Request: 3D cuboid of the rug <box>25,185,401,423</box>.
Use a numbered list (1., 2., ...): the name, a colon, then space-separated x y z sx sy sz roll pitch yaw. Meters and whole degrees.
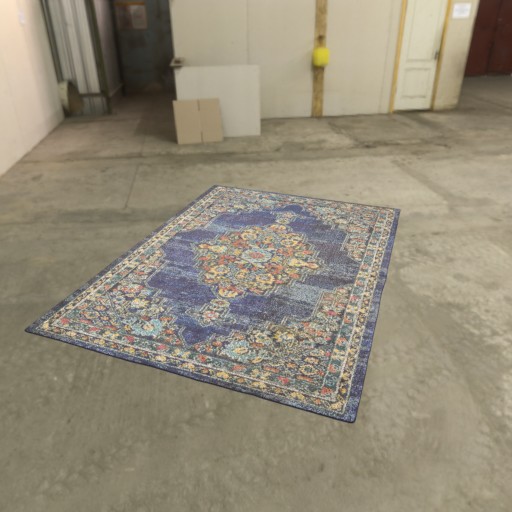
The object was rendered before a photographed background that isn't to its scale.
1. rug: 0.000 0.000 2.846 1.630 0.009 2.232 10 31 18
